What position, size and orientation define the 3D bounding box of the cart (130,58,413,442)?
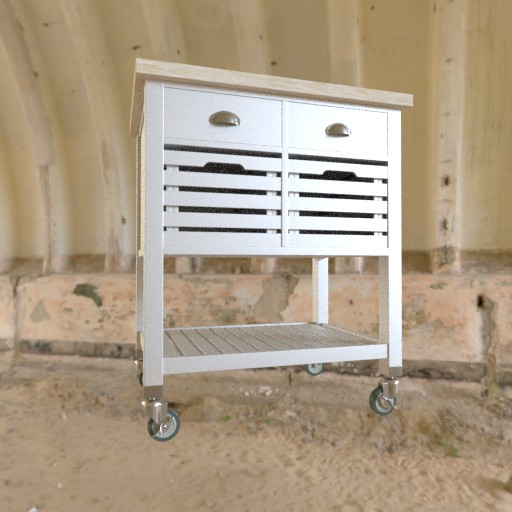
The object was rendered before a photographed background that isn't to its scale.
[{"bbox_3d":[0.000,0.000,1.407,0.762,0.914,0.559,0,-1,-17],"label":"cart"}]
